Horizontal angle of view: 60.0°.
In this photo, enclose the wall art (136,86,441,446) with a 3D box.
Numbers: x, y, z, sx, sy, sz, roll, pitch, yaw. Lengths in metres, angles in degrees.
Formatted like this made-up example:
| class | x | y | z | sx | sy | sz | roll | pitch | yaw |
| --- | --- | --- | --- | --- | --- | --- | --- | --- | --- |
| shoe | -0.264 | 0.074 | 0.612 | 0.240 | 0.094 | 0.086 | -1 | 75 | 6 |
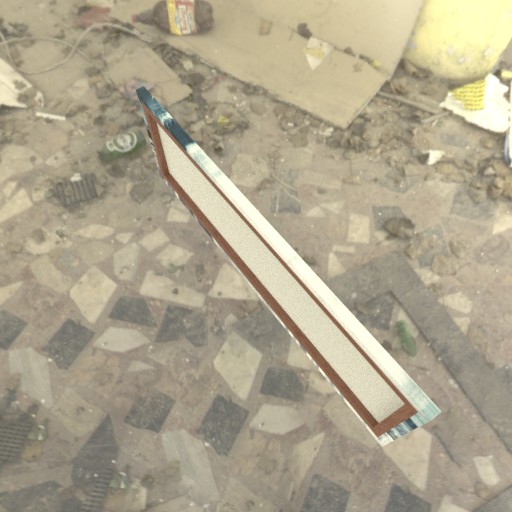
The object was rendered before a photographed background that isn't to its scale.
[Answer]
| class | x | y | z | sx | sy | sz | roll | pitch | yaw |
| --- | --- | --- | --- | --- | --- | --- | --- | --- | --- |
| wall art | 0.000 | 0.000 | 1.641 | 0.037 | 0.509 | 1.524 | -33 | 65 | -17 |
